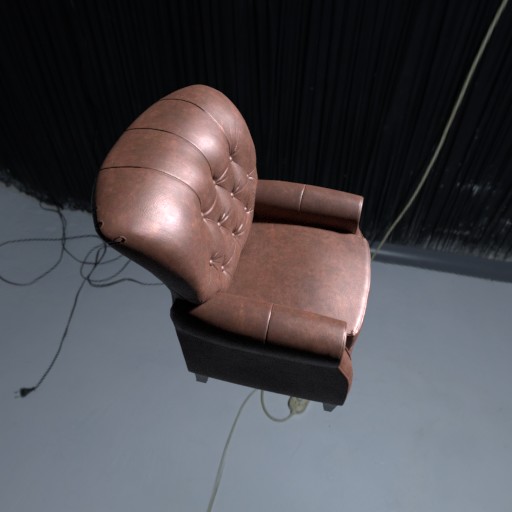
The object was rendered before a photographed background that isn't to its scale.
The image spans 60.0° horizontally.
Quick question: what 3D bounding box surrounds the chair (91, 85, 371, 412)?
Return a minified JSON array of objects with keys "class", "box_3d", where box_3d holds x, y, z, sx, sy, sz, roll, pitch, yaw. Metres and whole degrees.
[{"class":"chair","box_3d":[0.000,0.000,1.974,1.031,1.162,0.979,10,48,9]}]
